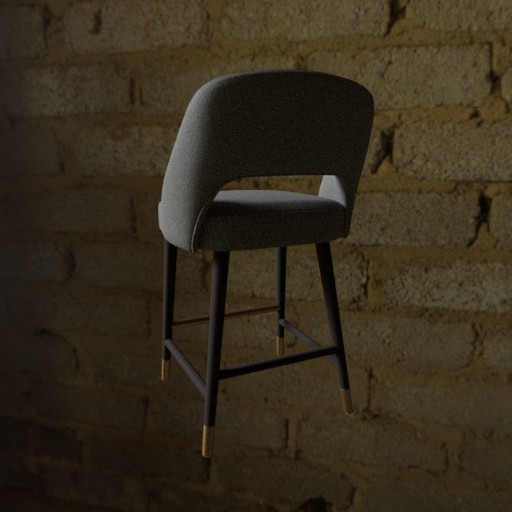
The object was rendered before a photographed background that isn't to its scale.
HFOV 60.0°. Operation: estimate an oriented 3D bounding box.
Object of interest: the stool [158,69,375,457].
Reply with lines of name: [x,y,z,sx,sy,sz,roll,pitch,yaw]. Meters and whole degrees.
stool: [0.000,0.000,1.270,0.536,0.925,0.524,-6,15,-25]
